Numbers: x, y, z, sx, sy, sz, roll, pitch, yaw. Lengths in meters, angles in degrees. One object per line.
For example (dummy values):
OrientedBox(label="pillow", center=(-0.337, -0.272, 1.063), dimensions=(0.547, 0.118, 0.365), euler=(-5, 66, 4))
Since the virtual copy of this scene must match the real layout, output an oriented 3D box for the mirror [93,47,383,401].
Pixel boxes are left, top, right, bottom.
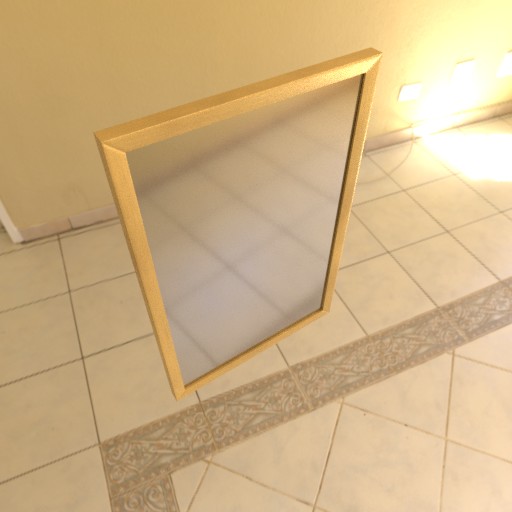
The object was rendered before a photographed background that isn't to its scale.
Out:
OrientedBox(label="mirror", center=(0.000, 0.000, 1.154), dimensions=(0.609, 0.915, 0.040), euler=(-26, 52, -22))
